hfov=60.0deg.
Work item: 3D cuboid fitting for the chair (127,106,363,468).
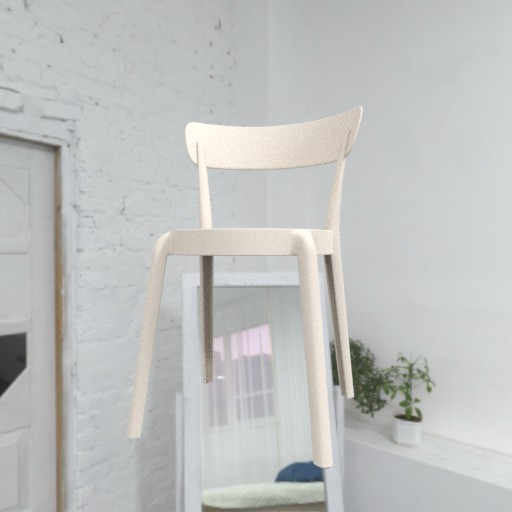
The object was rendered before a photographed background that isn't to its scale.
[{"bbox_3d":[0.000,0.000,1.122,0.506,0.790,0.491,0,1,18],"label":"chair"}]
